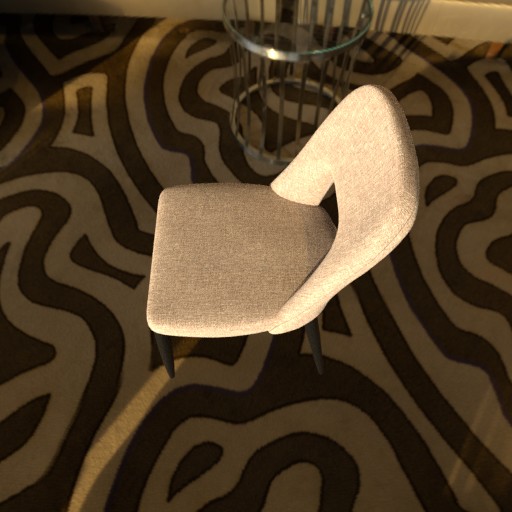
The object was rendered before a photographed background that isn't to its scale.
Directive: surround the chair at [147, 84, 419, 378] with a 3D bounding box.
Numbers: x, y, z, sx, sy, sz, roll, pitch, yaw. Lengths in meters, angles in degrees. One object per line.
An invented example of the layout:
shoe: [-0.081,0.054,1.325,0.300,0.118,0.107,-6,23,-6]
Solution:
chair: [0.000,0.000,1.250,0.612,0.931,0.470,-1,60,-1]
